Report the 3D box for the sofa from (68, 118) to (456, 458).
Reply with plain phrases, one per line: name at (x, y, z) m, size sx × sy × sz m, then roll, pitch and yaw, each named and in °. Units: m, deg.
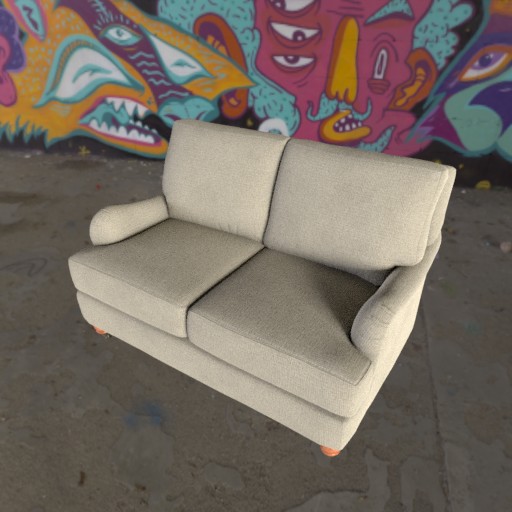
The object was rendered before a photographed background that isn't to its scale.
sofa at (0.000, 0.000, 2.103) m, size 1.480 × 0.999 × 1.087 m, roll 18°, pitch 36°, yaw 28°
